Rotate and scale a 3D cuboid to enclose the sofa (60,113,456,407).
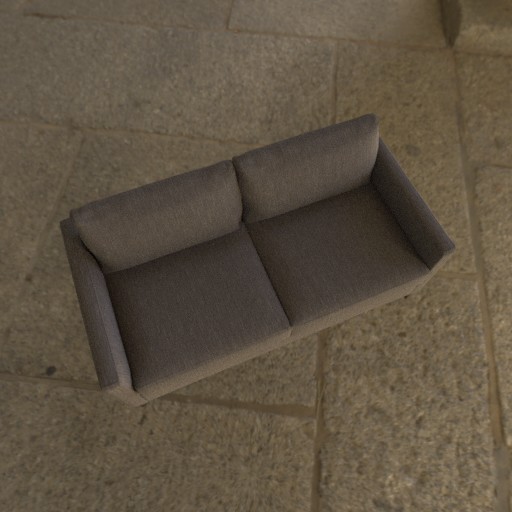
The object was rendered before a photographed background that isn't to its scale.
[{"bbox_3d":[0.000,0.000,2.224,1.682,0.840,0.875,-20,65,-10],"label":"sofa"}]
